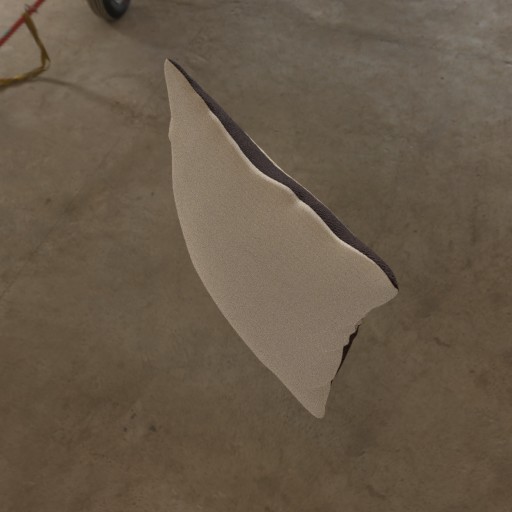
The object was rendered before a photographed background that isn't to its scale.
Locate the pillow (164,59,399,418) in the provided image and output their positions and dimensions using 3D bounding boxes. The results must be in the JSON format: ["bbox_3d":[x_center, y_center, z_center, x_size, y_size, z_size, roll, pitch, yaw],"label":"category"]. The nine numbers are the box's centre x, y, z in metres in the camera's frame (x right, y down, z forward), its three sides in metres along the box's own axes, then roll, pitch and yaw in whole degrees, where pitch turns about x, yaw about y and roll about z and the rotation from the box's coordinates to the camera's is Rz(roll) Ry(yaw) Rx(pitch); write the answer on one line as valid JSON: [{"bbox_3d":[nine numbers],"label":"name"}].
[{"bbox_3d":[0.000,0.000,0.728,0.178,0.473,0.475,-29,62,-18],"label":"pillow"}]
